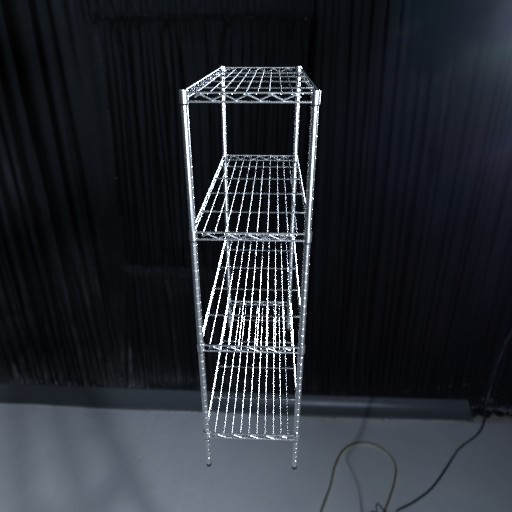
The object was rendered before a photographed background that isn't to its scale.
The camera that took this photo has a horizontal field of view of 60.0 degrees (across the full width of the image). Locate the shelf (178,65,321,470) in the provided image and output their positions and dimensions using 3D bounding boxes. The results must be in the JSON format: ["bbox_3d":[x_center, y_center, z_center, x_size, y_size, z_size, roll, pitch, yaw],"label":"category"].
[{"bbox_3d":[0.000,0.000,1.788,0.352,1.360,0.907,1,27,2],"label":"shelf"}]
